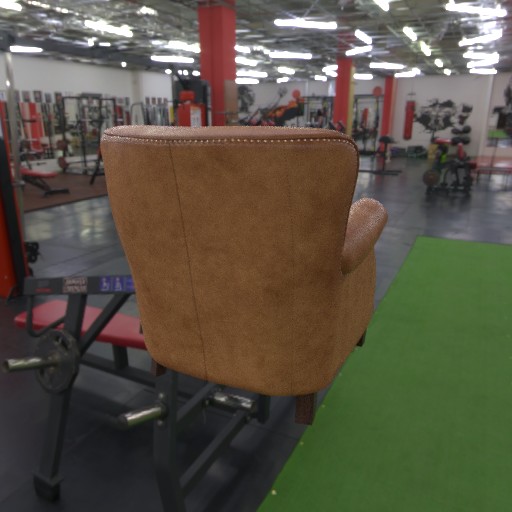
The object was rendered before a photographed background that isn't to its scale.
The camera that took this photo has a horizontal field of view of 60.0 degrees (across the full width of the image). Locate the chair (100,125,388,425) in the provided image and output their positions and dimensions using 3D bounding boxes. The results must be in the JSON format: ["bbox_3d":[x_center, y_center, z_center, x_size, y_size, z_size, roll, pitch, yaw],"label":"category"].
[{"bbox_3d":[0.000,0.000,1.645,0.861,0.936,0.921,9,19,28],"label":"chair"}]
